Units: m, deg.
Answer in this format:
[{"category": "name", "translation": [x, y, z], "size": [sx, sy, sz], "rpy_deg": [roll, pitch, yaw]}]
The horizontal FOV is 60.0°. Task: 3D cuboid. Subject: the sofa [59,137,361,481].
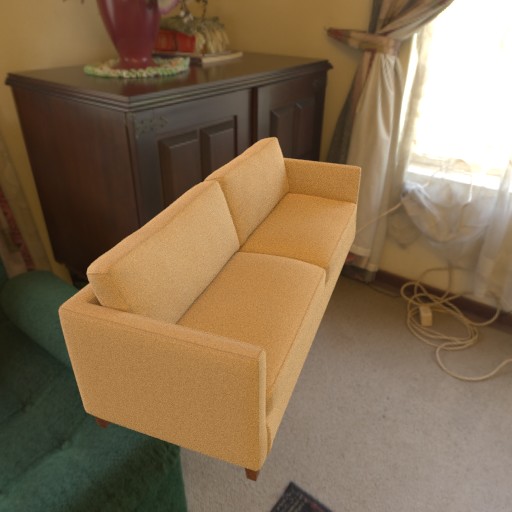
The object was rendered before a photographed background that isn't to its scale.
[{"category": "sofa", "translation": [0.000, 0.000, 2.807], "size": [0.951, 0.968, 2.361], "rpy_deg": [11, 31, 18]}]
